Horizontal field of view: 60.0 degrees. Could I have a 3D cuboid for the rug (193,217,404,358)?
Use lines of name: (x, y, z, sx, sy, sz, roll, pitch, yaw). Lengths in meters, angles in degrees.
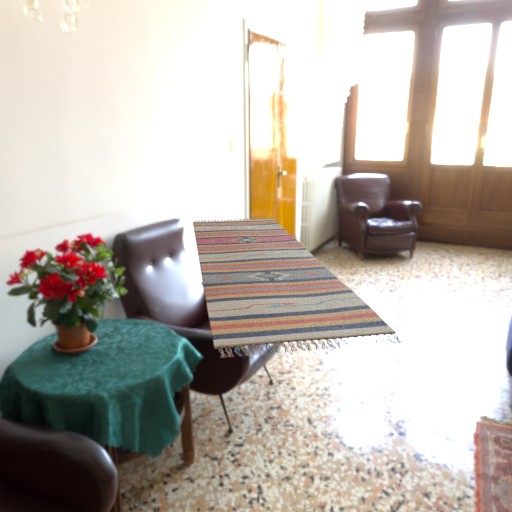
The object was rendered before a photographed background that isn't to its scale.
rug: (0.000, 0.000, 2.717, 0.695, 0.017, 2.455, -3, 16, -9)
